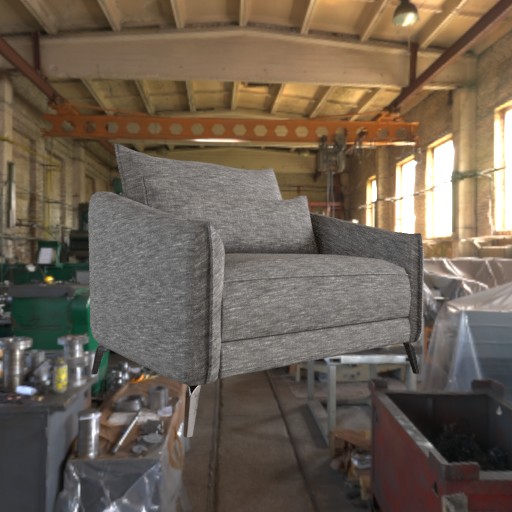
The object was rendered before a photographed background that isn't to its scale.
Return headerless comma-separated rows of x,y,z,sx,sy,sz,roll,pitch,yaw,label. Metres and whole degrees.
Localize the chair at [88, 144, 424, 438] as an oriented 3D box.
0.000,0.000,1.595,1.004,0.842,0.805,0,0,-37,chair
